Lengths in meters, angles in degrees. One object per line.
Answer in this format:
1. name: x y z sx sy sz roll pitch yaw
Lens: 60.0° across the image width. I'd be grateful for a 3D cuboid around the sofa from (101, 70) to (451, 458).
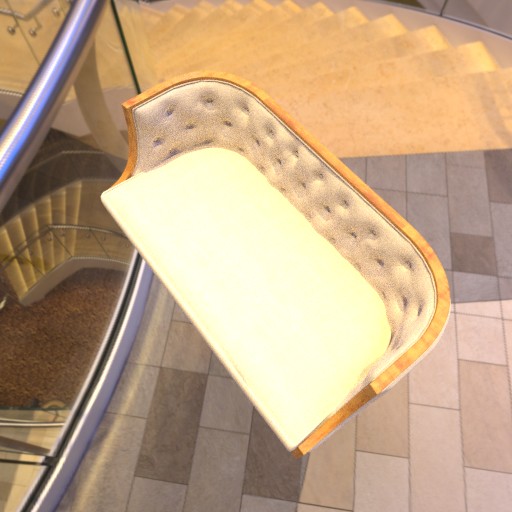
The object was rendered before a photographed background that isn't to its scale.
1. sofa: 0.000 0.000 1.911 0.770 0.775 1.474 -35 68 -16
